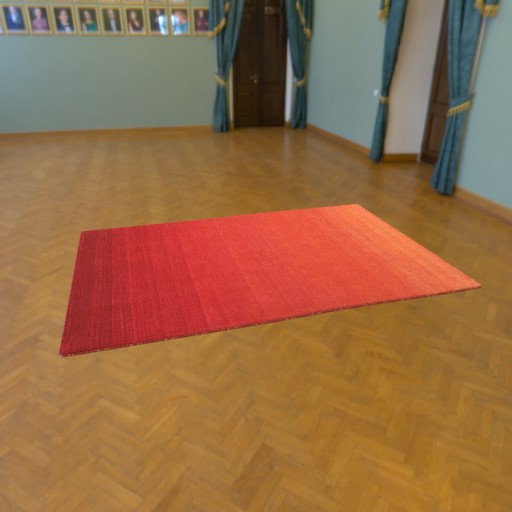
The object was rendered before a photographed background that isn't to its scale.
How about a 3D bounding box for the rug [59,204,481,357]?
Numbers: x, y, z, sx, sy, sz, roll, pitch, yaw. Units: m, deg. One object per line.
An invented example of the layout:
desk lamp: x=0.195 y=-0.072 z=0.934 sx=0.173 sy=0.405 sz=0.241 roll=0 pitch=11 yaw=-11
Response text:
rug: x=0.000 y=0.000 z=2.356 sx=1.835 sy=0.018 sz=1.230 roll=-7 pitch=26 yaw=-15
